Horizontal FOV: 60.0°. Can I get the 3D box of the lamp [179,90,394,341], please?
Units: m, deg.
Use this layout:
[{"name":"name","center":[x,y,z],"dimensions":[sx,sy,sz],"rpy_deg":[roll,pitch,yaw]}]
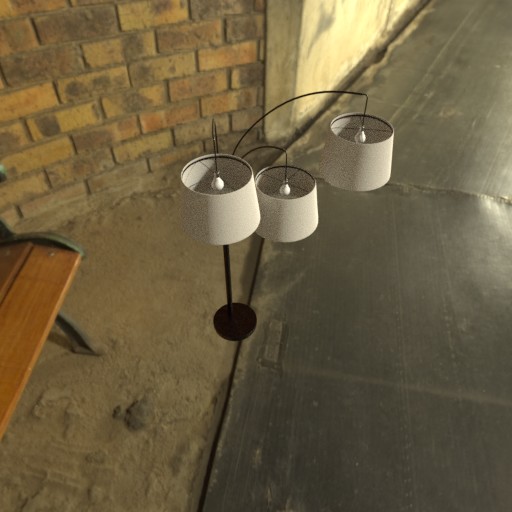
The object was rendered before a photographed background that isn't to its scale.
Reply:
[{"name":"lamp","center":[0.000,0.000,2.445],"dimensions":[0.951,1.950,0.924],"rpy_deg":[-21,49,-20]}]
